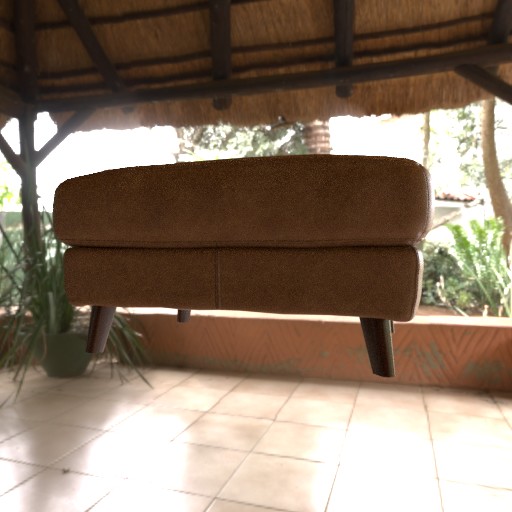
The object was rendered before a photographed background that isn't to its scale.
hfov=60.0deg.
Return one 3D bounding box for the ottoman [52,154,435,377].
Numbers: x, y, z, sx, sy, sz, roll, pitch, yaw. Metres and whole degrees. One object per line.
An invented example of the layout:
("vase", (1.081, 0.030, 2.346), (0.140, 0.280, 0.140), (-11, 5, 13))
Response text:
("ottoman", (0.000, 0.000, 1.204), (0.869, 0.461, 0.630), (0, 1, 17))
